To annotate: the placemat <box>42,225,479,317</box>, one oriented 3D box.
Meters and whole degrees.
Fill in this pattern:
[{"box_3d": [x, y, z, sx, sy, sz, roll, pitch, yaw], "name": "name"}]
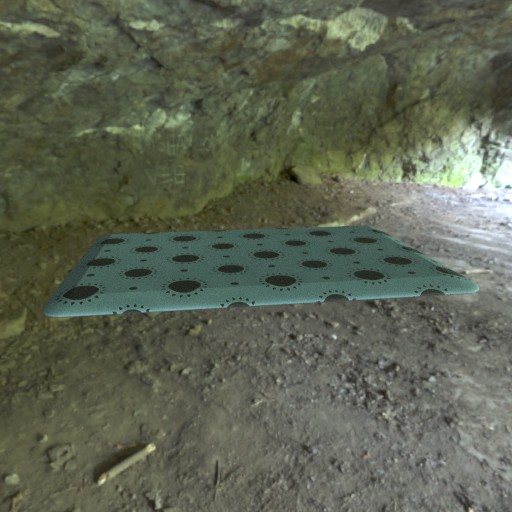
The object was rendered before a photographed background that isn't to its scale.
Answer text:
[{"box_3d": [0.000, 0.000, 0.975, 0.762, 0.021, 0.508, -2, 17, -8], "name": "placemat"}]
